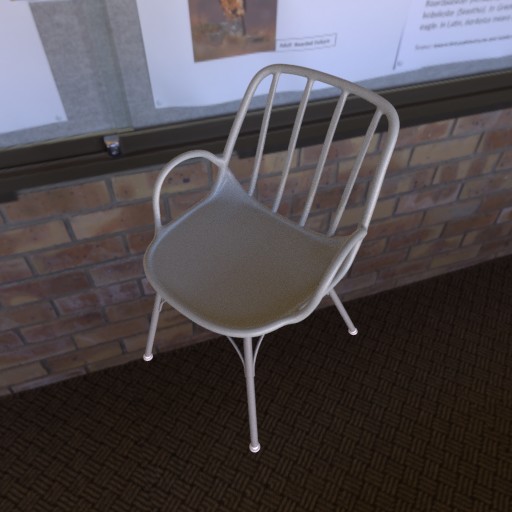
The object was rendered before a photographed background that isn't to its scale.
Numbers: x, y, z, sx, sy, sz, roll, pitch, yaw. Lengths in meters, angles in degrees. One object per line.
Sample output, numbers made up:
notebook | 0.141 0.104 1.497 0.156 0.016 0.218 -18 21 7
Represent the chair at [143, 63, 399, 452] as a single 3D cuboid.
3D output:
chair | 0.000 0.000 1.225 0.549 0.816 0.597 31 54 26
